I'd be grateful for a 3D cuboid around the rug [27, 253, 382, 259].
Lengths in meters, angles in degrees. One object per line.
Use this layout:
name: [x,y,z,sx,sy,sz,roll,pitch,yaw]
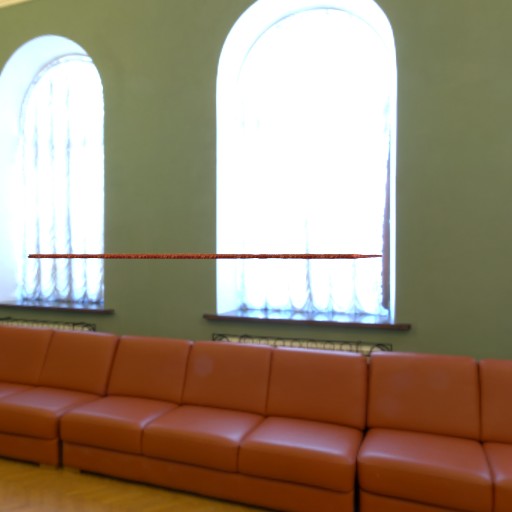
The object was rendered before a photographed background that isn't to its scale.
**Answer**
rug: [0.000,0.000,2.352,1.230,0.018,1.835,0,0,18]
